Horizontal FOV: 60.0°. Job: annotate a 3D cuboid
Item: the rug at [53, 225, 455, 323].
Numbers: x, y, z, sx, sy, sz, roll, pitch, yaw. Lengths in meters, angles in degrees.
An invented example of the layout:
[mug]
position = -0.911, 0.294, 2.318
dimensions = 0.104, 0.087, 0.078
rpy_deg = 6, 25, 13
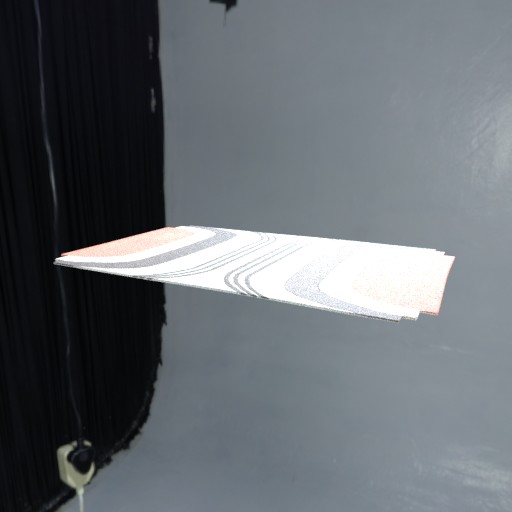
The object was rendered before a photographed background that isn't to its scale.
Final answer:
[rug]
position = 0.000, 0.000, 3.043
dimensions = 2.446, 0.017, 1.530
rpy_deg = 7, 16, 26
